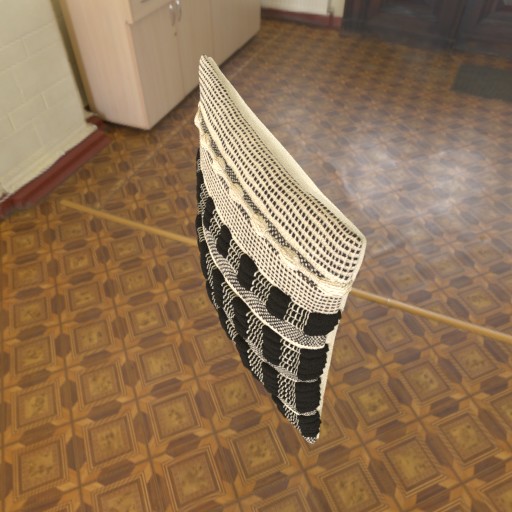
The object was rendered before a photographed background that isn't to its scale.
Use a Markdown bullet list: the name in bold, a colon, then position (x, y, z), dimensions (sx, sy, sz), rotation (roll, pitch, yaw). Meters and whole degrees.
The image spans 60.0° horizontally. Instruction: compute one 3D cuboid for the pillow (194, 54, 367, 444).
- **pillow**: position (0.000, 0.000, 0.664), dimensions (0.156, 0.438, 0.436), rotation (-17, 48, -16)
